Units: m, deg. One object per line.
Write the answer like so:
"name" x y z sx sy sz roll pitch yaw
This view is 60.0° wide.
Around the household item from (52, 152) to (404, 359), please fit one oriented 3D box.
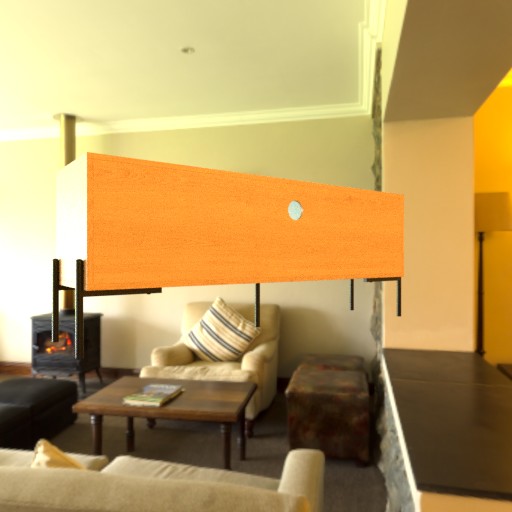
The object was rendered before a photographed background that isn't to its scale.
"household item" 0.000 0.000 1.886 1.550 0.600 0.400 0 0 -36
